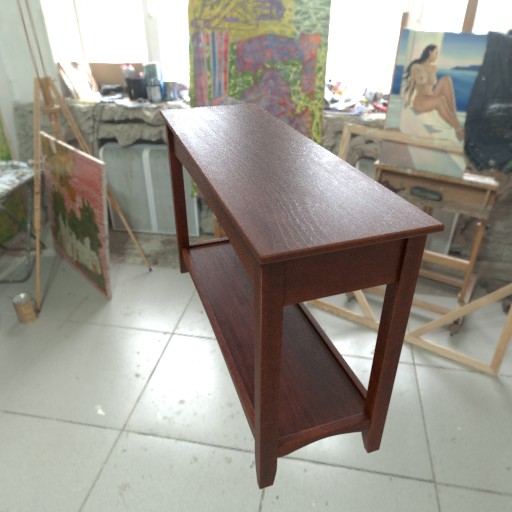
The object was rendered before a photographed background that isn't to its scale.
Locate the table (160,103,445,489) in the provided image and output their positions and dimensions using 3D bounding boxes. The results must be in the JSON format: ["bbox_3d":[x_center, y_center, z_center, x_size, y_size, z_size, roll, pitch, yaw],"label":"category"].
[{"bbox_3d":[0.000,0.000,1.498,0.392,0.739,1.188,-10,32,-16],"label":"table"}]
